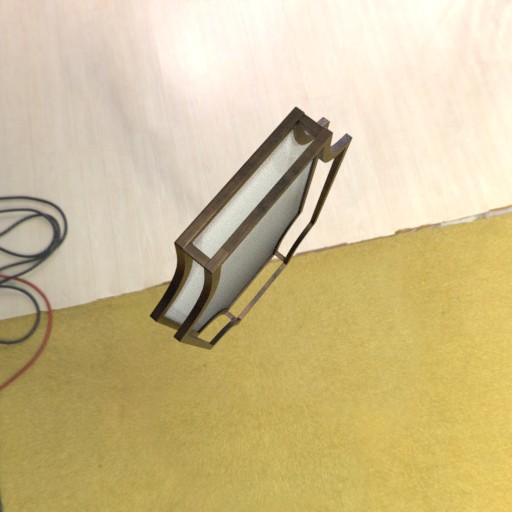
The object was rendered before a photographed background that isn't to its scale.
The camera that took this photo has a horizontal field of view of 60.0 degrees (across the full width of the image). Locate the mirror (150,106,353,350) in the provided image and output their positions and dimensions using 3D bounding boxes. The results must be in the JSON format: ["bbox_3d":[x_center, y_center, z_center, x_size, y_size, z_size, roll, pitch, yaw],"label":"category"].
[{"bbox_3d":[0.000,0.000,0.987,0.066,0.811,0.462,39,80,8],"label":"mirror"}]
